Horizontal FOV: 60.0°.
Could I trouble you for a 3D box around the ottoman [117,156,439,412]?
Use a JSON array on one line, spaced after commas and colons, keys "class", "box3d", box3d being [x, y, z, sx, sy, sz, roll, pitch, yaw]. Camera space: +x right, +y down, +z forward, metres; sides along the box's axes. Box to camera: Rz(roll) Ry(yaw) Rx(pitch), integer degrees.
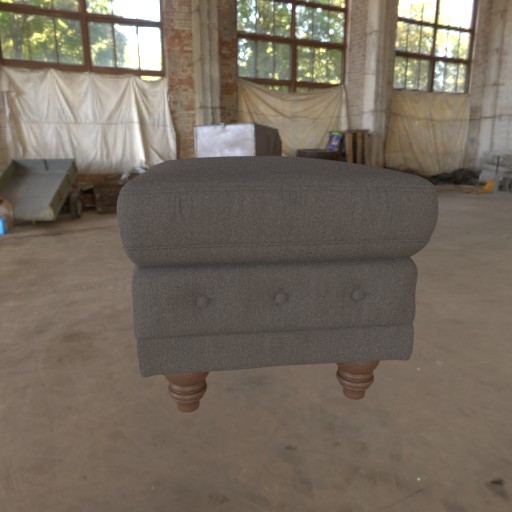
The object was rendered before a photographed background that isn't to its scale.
[{"class": "ottoman", "box3d": [0.000, 0.000, 1.149, 0.569, 0.500, 0.771, -2, 14, -7]}]
